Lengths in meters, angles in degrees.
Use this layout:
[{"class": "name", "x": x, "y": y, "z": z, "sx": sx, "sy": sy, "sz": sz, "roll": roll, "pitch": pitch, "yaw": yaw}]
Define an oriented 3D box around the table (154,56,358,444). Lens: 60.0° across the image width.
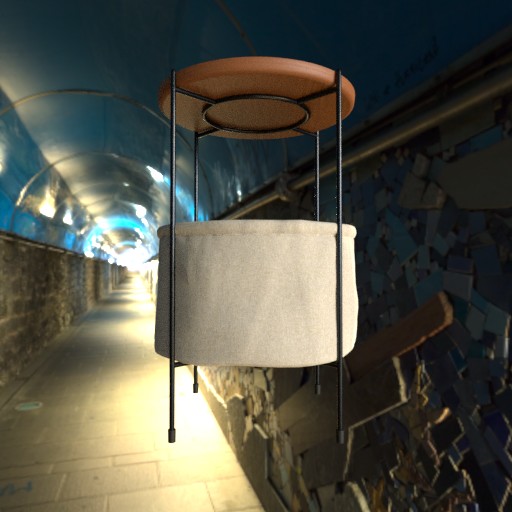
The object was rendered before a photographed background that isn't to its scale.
[{"class": "table", "x": 0.000, "y": 0.000, "z": 0.881, "sx": 0.393, "sy": 0.623, "sz": 0.393, "roll": 0, "pitch": -1, "yaw": 0}]
